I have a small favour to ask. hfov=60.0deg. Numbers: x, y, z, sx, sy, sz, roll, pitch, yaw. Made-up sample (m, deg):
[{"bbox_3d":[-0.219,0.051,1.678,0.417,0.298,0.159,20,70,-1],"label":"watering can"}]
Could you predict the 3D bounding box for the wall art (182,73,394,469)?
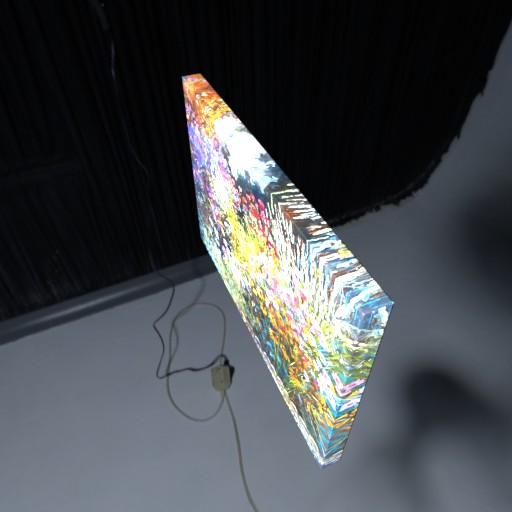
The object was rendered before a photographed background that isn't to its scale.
[{"bbox_3d":[0.000,0.000,0.780,0.037,0.406,0.610,-17,47,-16],"label":"wall art"}]
